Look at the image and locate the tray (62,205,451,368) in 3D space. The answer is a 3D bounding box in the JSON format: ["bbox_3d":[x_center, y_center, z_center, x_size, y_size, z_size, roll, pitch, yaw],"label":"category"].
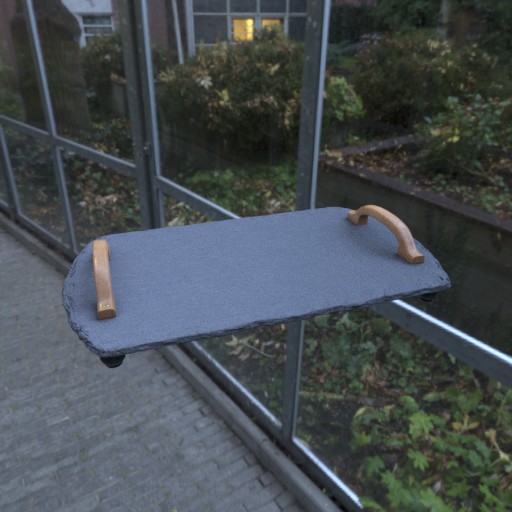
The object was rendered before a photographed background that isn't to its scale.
[{"bbox_3d":[0.000,0.000,0.471,0.387,0.062,0.231,-9,28,-17],"label":"tray"}]
